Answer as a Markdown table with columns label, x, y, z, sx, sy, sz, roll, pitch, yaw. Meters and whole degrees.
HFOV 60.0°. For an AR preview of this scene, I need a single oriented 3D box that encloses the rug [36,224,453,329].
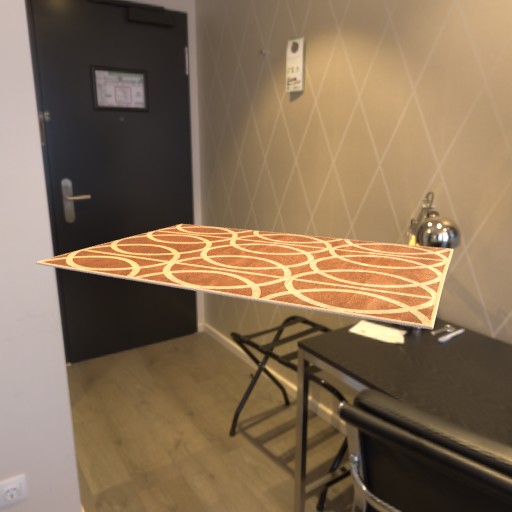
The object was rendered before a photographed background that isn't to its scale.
| label | x | y | z | sx | sy | sz | roll | pitch | yaw |
| --- | --- | --- | --- | --- | --- | --- | --- | --- | --- |
| rug | 0.000 | 0.000 | 2.887 | 2.290 | 0.014 | 1.526 | 7 | 16 | 25 |
